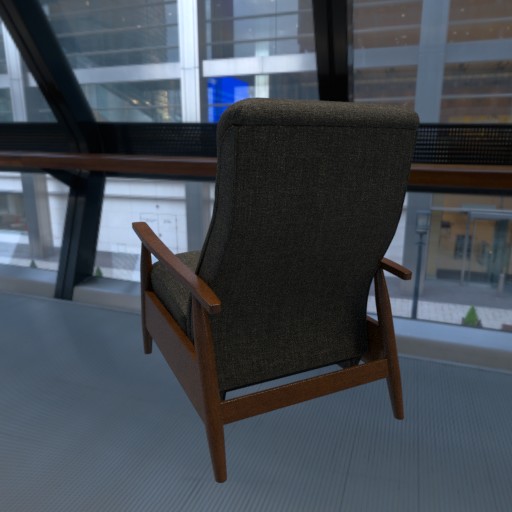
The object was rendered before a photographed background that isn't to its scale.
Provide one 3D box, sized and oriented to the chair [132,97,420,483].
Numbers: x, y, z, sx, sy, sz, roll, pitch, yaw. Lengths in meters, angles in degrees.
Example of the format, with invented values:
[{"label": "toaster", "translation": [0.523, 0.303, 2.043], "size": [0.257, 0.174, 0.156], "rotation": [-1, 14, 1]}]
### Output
[{"label": "chair", "translation": [0.000, 0.000, 1.753], "size": [0.762, 1.082, 1.014], "rotation": [-7, 15, -26]}]
